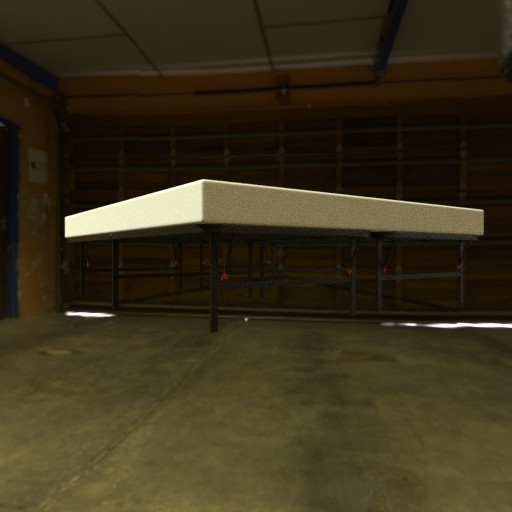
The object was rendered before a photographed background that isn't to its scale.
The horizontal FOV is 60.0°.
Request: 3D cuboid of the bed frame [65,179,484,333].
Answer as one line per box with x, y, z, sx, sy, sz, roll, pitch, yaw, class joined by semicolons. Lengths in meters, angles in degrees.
0.000;0.000;2.938;1.930;0.559;2.032;0;1;-36;bed frame
